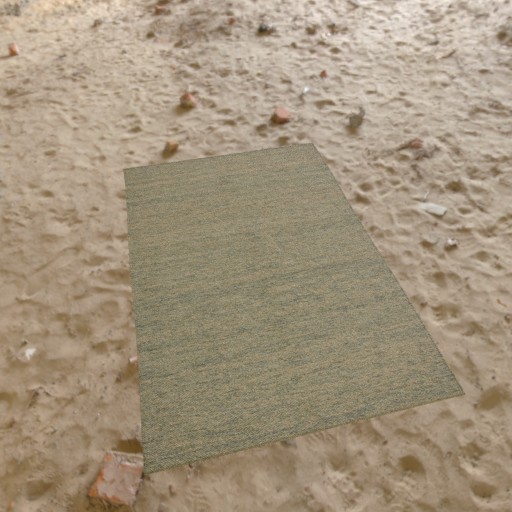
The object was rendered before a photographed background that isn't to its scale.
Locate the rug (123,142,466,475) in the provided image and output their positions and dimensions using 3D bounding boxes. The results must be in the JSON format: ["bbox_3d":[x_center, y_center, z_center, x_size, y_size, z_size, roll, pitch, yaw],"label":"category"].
[{"bbox_3d":[0.000,0.000,2.785,1.547,0.013,2.283,-10,47,-9],"label":"rug"}]
